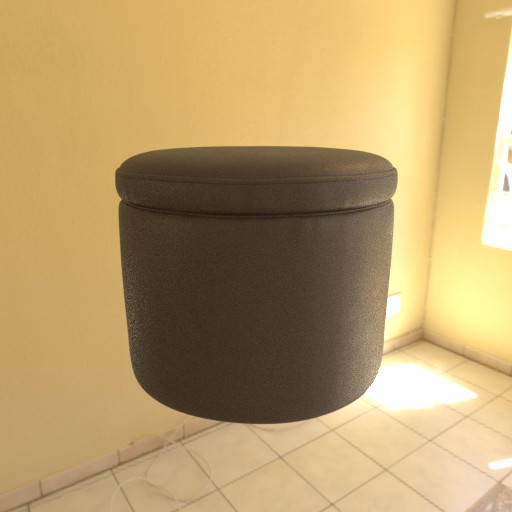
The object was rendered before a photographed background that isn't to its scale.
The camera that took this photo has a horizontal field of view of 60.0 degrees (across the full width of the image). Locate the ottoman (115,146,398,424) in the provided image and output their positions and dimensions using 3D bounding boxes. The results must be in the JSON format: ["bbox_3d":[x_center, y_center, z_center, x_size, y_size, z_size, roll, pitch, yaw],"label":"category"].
[{"bbox_3d":[0.000,0.000,0.857,0.500,0.409,0.500,0,15,0],"label":"ottoman"}]
